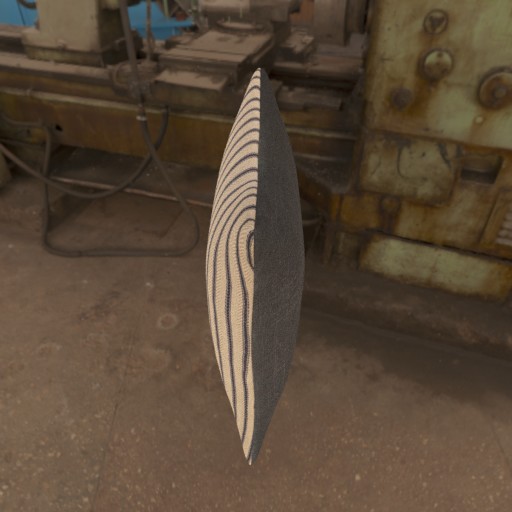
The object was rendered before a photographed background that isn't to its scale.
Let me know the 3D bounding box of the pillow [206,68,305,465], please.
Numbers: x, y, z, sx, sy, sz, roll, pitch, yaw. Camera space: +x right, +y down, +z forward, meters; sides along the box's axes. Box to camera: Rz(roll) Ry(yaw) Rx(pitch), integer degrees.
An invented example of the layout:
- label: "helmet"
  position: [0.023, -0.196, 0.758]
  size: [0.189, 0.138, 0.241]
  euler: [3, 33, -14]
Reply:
- label: "pillow"
  position: [0.000, 0.000, 0.707]
  size: [0.138, 0.444, 0.468]
  euler: [1, 41, 1]
